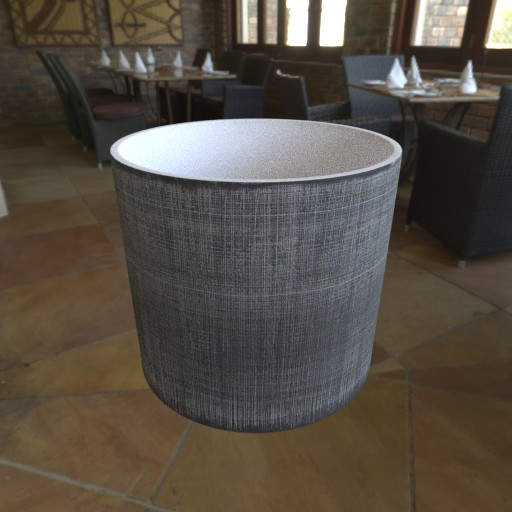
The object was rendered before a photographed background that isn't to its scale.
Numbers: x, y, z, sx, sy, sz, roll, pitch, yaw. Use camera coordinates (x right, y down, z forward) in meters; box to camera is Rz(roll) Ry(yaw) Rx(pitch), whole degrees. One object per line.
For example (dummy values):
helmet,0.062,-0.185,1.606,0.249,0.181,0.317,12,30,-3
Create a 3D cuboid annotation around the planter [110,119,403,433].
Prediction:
planter,0.000,0.000,0.393,0.221,0.201,0.221,0,26,0
